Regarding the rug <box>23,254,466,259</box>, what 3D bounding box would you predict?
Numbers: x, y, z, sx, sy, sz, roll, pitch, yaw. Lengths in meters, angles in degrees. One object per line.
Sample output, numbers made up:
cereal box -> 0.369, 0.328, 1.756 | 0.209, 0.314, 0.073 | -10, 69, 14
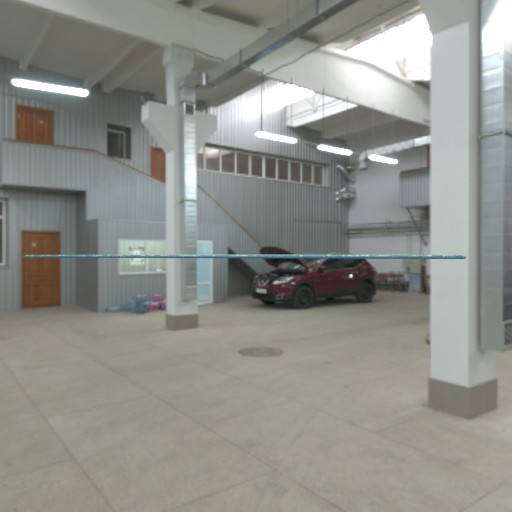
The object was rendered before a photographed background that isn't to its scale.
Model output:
rug -> 0.000, 0.000, 3.454 | 2.746, 0.018, 1.816 | 0, 0, 18
